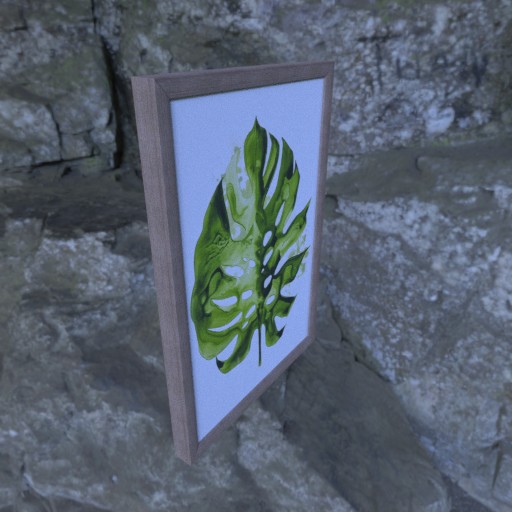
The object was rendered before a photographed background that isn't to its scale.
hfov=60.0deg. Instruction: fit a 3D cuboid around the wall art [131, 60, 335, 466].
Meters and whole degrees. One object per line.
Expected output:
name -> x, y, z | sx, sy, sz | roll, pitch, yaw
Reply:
wall art -> 0.000, 0.000, 0.647 | 0.031, 0.509, 0.356 | 18, 32, 32
